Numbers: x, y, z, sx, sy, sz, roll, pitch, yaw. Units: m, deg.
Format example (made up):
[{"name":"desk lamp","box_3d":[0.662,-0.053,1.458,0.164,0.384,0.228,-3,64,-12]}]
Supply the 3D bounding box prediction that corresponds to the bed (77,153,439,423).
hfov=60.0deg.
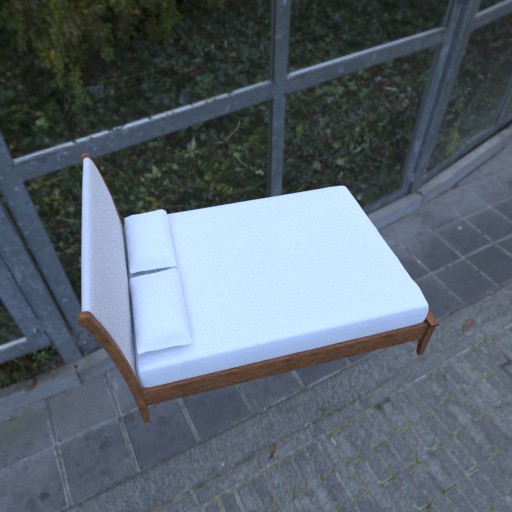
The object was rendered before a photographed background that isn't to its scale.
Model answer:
[{"name":"bed","box_3d":[0.000,0.000,3.117,2.108,1.135,1.502,-11,46,-11]}]
